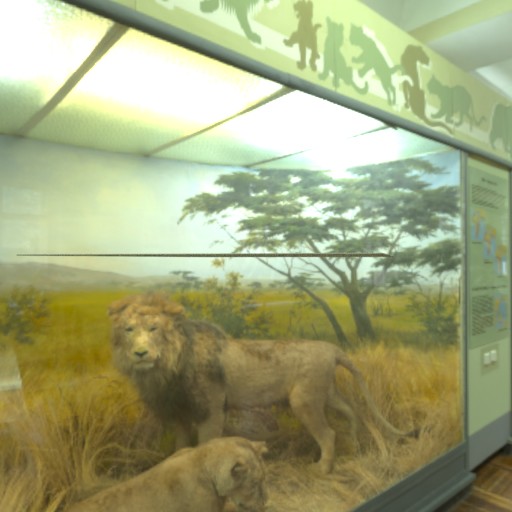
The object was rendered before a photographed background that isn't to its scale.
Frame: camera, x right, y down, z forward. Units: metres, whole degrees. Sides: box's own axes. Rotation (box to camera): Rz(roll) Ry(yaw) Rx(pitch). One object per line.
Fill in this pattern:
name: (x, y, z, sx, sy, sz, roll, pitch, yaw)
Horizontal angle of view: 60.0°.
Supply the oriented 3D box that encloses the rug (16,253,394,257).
rug: (0.000, 0.000, 4.003, 2.330, 0.010, 3.061, 0, 0, 18)
